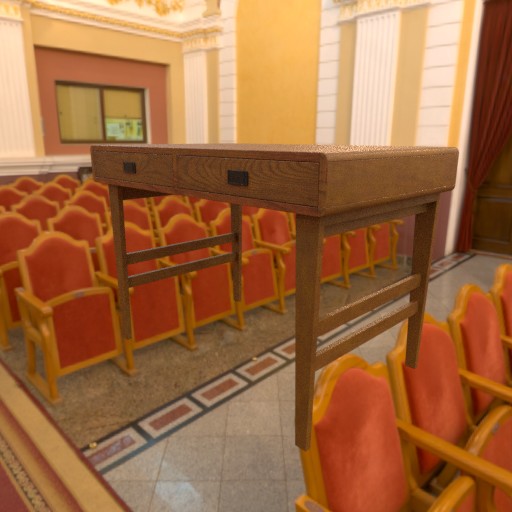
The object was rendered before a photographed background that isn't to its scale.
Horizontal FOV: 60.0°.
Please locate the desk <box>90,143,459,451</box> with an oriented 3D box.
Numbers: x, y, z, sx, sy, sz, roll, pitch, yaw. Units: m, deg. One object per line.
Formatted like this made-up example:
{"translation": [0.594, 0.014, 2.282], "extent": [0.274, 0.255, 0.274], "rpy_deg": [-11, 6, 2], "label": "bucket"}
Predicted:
{"translation": [0.000, 0.000, 1.567], "extent": [0.660, 0.754, 1.066], "rpy_deg": [-14, 21, -43], "label": "desk"}
